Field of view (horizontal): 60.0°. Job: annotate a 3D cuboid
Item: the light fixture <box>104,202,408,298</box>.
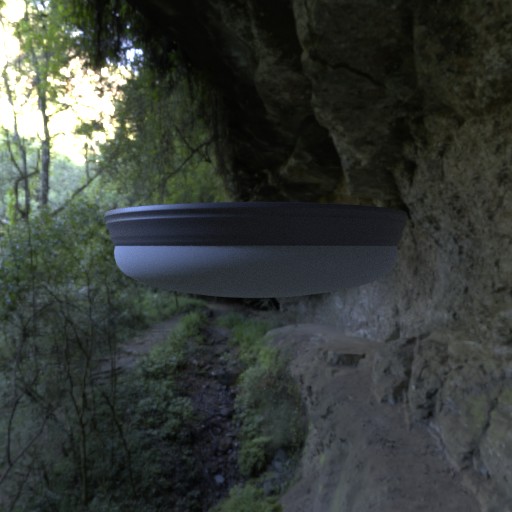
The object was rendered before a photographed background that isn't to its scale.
[{"bbox_3d":[0.000,0.000,0.568,0.368,0.100,0.368,0,1,0],"label":"light fixture"}]
